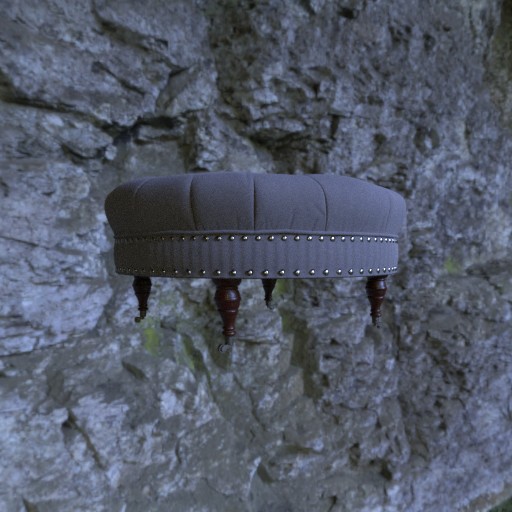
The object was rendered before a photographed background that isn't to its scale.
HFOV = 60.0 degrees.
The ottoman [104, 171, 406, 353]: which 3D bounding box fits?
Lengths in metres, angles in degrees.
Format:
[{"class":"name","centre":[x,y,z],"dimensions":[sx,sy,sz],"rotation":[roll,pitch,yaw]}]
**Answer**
[{"class":"ottoman","centre":[0.000,0.000,1.395],"dimensions":[0.901,0.439,0.901],"rotation":[0,1,0]}]
